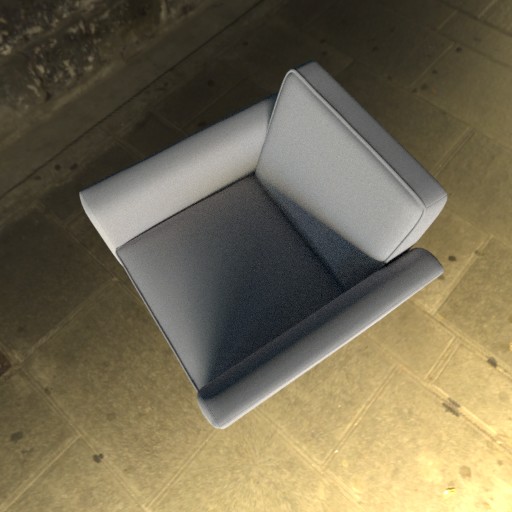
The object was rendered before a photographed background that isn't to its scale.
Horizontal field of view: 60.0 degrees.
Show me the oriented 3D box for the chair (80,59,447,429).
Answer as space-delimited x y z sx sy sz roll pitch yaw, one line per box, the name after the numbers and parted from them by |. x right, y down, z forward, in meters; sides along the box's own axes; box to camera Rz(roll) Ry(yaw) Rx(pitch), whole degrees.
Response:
0.000 0.000 1.397 0.750 0.780 0.780 -31 69 -14 | chair
